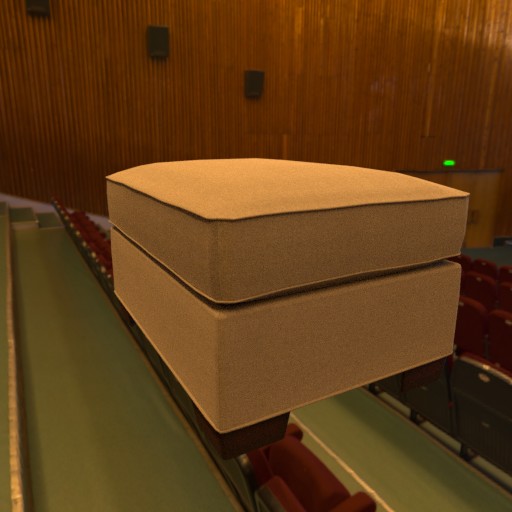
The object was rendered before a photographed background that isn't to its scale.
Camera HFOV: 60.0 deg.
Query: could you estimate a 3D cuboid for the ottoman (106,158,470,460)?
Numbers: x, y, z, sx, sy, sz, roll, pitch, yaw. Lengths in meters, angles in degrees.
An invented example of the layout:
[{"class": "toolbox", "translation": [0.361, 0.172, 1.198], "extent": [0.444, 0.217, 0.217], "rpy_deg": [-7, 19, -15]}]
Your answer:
[{"class": "ottoman", "translation": [0.000, 0.000, 1.210], "extent": [0.617, 0.503, 0.846], "rpy_deg": [-8, 17, -28]}]
